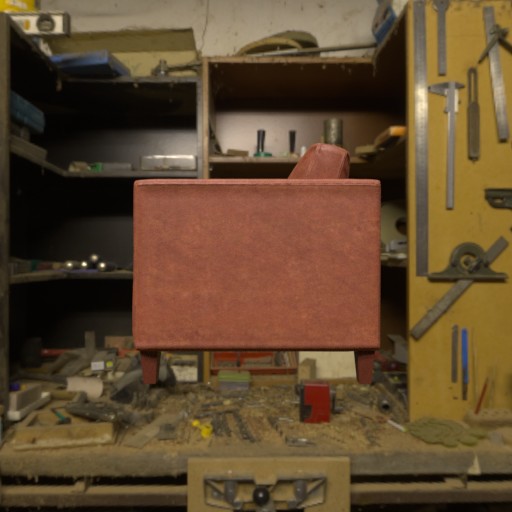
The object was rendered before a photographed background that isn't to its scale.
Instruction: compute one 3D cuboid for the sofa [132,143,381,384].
[{"bbox_3d":[0.000,0.000,2.716,0.950,0.932,2.204,0,1,0],"label":"sofa"}]
